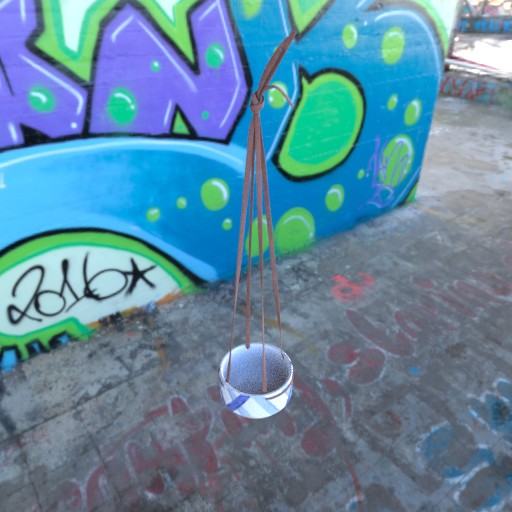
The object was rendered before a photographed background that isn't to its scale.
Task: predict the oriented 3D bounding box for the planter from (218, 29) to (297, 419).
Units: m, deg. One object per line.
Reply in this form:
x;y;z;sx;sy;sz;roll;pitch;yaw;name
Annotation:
0.000;0.000;0.820;0.166;0.751;0.166;-22;38;-31;planter
